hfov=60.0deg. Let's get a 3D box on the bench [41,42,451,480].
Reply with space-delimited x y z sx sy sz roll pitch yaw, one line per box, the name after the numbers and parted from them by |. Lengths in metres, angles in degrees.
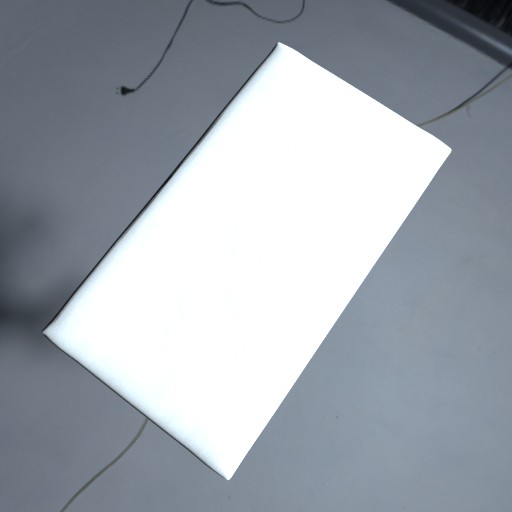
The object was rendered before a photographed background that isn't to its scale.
0.000 0.000 1.179 0.500 0.449 0.887 35 80 7 | bench
